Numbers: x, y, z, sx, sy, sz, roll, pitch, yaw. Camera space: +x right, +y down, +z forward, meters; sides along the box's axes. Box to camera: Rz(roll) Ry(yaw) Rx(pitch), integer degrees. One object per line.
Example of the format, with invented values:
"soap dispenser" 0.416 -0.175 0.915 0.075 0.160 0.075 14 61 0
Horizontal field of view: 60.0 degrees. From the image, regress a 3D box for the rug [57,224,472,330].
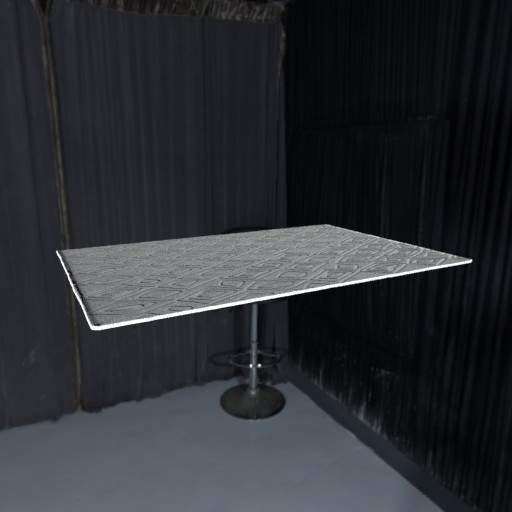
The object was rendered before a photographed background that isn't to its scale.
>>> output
"rug" 0.000 0.000 2.331 1.832 0.016 1.224 -7 15 -28
